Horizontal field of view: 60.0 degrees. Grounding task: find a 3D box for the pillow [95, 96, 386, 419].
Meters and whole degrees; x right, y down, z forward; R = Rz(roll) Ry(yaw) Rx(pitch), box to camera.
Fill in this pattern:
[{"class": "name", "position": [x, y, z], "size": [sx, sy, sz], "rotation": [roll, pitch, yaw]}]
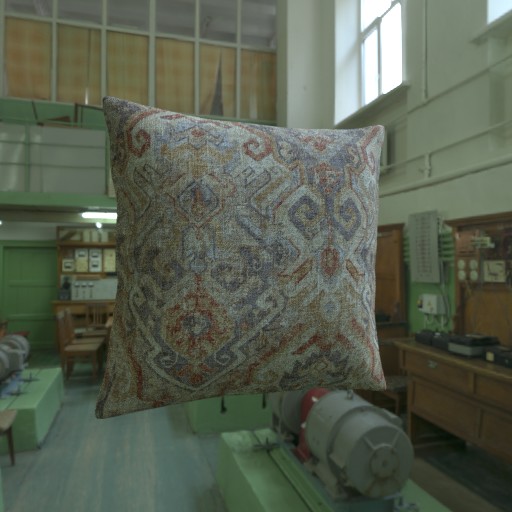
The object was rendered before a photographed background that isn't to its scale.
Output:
[{"class": "pillow", "position": [0.000, 0.000, 0.770], "size": [0.523, 0.506, 0.166], "rotation": [0, -1, -18]}]
